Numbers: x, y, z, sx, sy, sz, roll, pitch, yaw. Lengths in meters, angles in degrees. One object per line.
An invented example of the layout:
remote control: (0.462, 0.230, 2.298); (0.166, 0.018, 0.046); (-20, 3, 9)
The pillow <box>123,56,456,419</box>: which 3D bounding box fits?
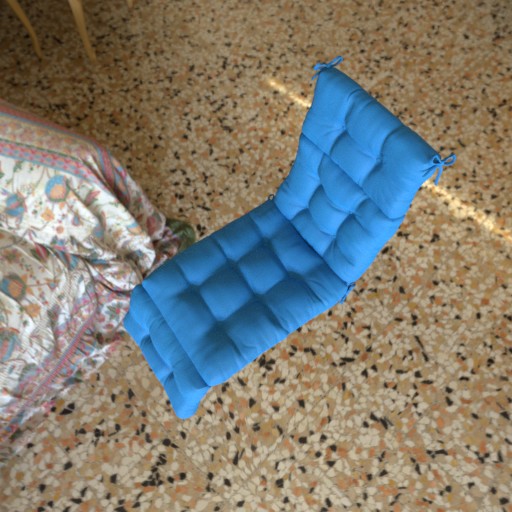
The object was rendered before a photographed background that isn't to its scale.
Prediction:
pillow: (0.000, 0.000, 1.521); (1.016, 0.863, 0.526); (-32, 66, -16)
